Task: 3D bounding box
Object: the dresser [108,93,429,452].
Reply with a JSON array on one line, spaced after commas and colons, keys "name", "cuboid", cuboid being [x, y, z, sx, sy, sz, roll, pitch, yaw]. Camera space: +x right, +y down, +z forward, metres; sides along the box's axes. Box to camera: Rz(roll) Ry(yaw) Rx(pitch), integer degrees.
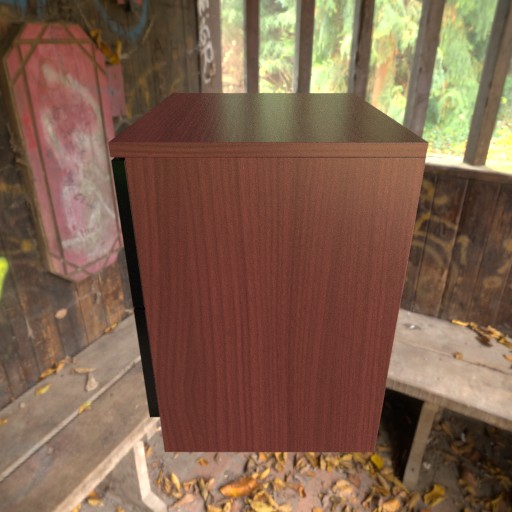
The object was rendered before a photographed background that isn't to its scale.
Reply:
[{"name": "dresser", "cuboid": [0.000, 0.000, 0.746, 0.360, 0.470, 0.400, 0, 27, 0]}]
